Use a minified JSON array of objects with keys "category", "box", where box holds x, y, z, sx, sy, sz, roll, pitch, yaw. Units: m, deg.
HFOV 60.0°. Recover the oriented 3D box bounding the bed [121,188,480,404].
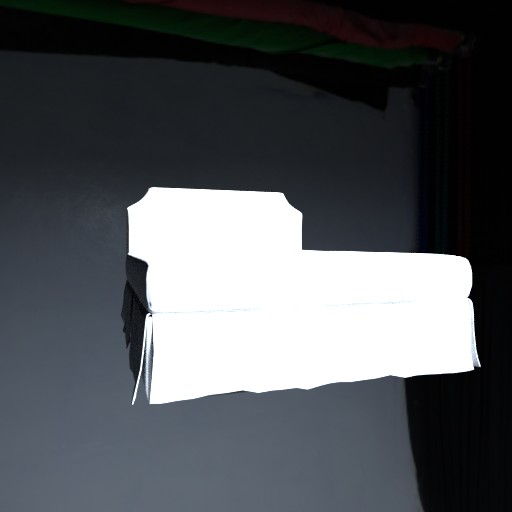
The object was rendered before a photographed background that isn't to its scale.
[{"category":"bed","box":[0.000,0.000,3.408,1.977,1.293,2.498,0,1,-19]}]
